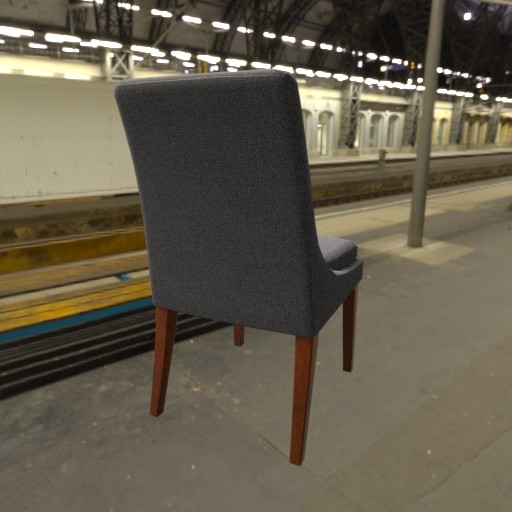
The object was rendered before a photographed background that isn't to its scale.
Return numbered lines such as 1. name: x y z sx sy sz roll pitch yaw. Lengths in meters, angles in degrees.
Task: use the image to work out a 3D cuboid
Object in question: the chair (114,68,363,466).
1. chair: 0.000 0.000 1.332 0.508 0.952 0.655 7 17 25
